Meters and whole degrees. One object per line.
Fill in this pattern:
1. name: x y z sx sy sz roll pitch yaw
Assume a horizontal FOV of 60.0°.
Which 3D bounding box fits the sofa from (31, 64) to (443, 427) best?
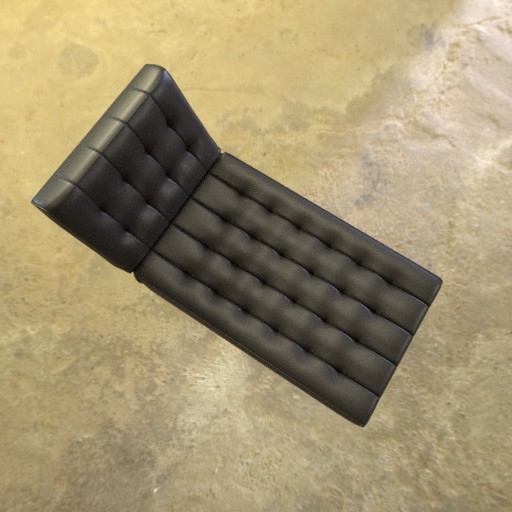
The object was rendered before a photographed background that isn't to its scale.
1. sofa: 0.000 0.000 1.980 1.560 0.820 0.760 32 77 8
